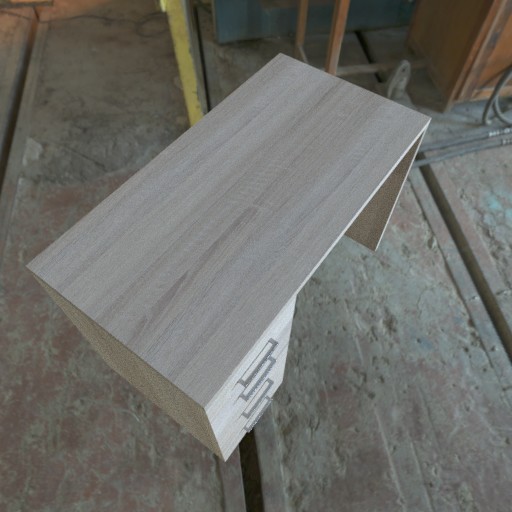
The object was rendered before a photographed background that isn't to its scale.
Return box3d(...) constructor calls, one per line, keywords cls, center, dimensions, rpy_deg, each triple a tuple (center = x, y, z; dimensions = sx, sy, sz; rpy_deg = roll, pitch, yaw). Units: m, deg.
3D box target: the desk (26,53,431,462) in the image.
box3d(cls="desk", center=(0.000, 0.000, 1.541), dimensions=(0.600, 0.731, 1.100), rpy_deg=(32, 63, 19))
